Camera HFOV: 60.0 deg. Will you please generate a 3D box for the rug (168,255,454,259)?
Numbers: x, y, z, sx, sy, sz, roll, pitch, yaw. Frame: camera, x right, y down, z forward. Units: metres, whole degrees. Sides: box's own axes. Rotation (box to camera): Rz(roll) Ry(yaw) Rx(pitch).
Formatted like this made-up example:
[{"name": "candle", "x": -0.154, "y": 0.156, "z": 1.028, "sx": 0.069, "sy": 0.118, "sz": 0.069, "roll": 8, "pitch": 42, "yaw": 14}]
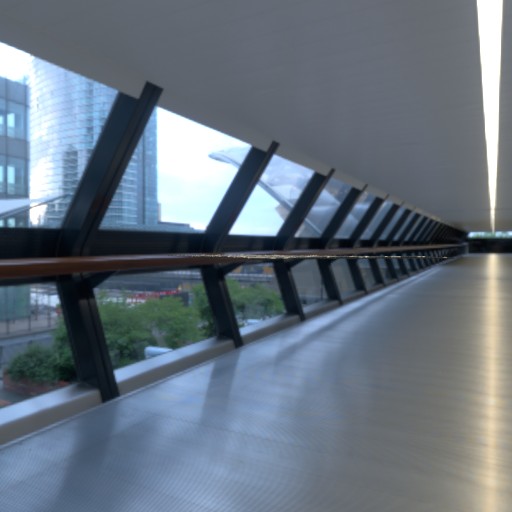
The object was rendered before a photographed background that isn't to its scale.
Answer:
[{"name": "rug", "x": 0.000, "y": 0.000, "z": 2.708, "sx": 0.807, "sy": 0.010, "sz": 2.476, "roll": 0, "pitch": 0, "yaw": -17}]
